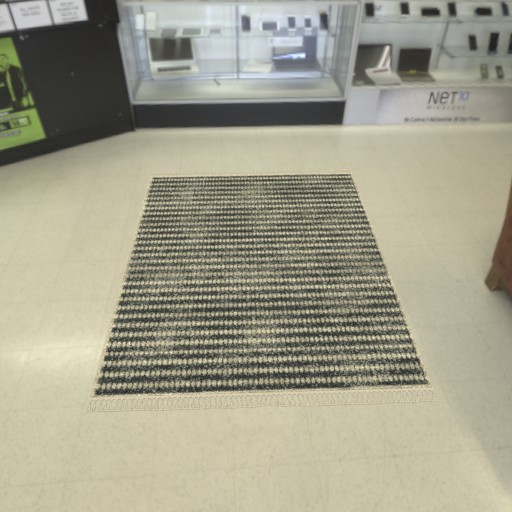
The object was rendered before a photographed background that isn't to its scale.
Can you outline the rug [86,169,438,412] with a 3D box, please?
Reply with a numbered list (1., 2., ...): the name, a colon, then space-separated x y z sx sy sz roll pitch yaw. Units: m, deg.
1. rug: 0.000 0.000 3.911 2.256 0.013 2.910 -1 41 -1
